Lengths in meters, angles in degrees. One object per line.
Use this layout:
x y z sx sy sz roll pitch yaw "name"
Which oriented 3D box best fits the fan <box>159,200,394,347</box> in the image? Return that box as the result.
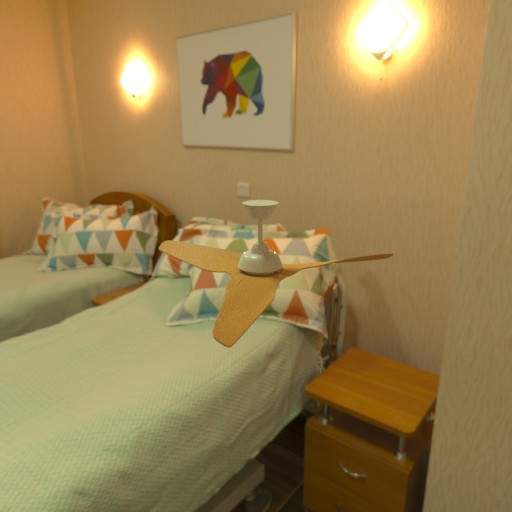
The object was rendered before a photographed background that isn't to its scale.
0.000 0.000 1.673 1.142 0.355 1.010 3 16 9 "fan"
